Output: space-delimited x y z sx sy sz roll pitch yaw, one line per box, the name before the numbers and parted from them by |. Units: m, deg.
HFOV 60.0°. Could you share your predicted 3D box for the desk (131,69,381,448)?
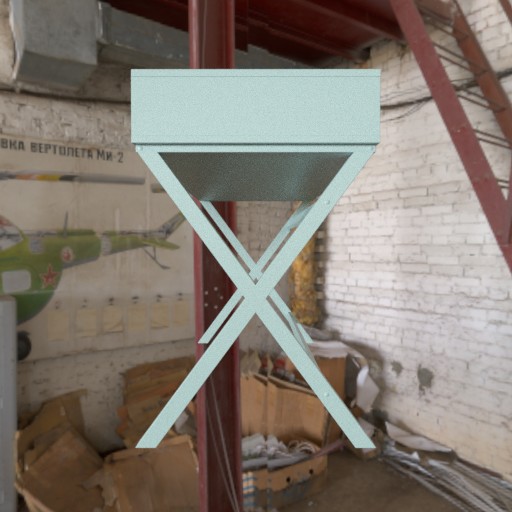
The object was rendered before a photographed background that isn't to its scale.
desk | 0.000 0.000 1.432 0.509 0.780 1.059 0 1 0
